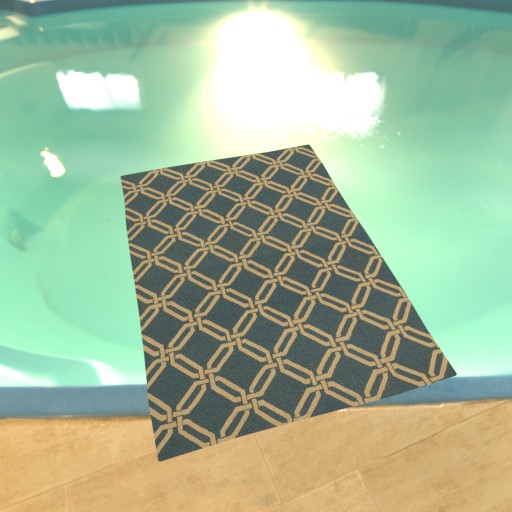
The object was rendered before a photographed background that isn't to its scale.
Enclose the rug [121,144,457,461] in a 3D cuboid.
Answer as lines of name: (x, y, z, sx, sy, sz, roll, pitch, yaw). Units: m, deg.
rug: (0.000, 0.000, 2.778, 1.524, 0.013, 2.135, -12, 49, -11)
